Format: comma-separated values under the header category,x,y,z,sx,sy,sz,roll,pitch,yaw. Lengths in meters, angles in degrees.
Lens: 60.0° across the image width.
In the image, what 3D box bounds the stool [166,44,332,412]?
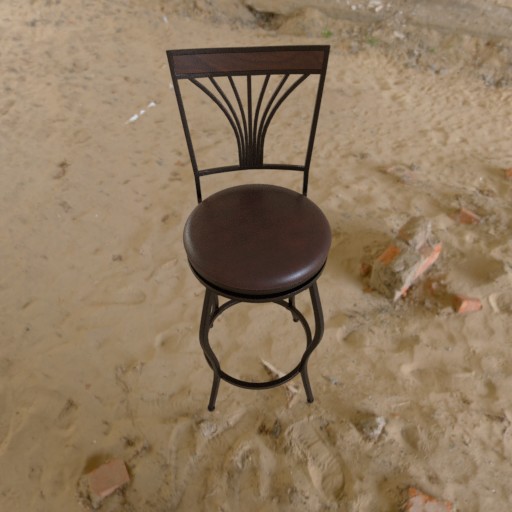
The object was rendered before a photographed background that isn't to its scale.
category,x,y,z,sx,sy,sz,roll,pitch,yaw
stool,0.000,0.000,1.409,0.433,1.117,0.514,-3,46,-3
